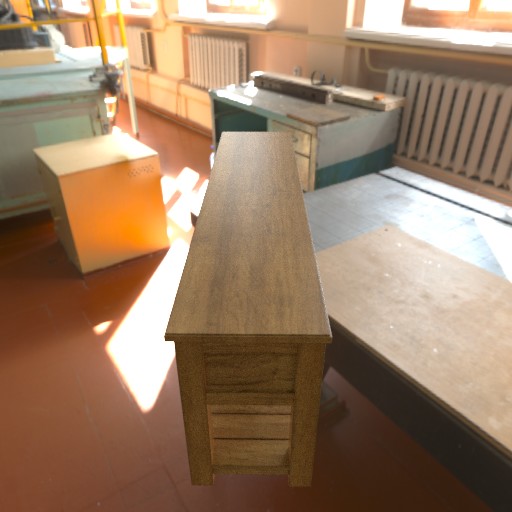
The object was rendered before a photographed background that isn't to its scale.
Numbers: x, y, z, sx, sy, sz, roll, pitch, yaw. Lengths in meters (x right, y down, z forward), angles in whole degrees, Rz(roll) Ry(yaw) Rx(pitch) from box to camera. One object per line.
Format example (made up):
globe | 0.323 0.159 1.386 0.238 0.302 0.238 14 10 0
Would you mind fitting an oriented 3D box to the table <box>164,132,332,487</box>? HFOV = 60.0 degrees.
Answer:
table | 0.000 0.000 2.011 0.425 0.635 1.815 0 31 1
